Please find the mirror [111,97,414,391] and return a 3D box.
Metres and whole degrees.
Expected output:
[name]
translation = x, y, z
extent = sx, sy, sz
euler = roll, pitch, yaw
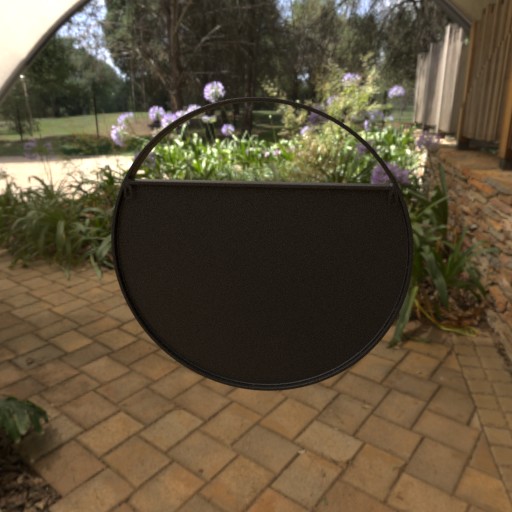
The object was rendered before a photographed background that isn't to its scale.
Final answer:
[mirror]
translation = 0.000, 0.000, 0.838
extent = 0.565, 0.565, 0.032
euler = 3, 17, 8
